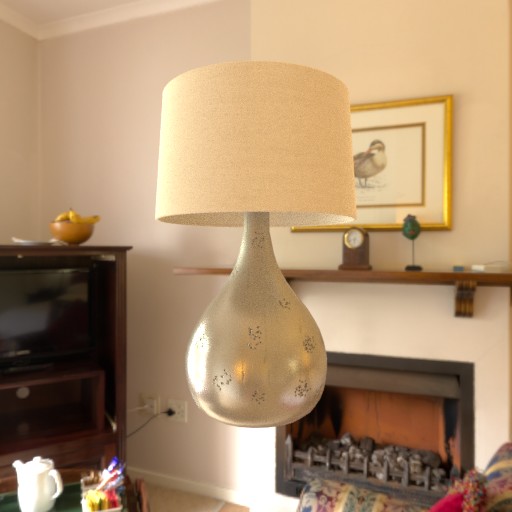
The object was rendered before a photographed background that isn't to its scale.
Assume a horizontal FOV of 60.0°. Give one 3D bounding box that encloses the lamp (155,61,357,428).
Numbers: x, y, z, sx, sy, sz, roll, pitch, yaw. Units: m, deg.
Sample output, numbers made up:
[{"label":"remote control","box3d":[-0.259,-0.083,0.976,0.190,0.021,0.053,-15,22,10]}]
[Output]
[{"label":"lamp","box3d":[0.000,0.000,0.743,0.330,0.521,0.330,0,0,0]}]
